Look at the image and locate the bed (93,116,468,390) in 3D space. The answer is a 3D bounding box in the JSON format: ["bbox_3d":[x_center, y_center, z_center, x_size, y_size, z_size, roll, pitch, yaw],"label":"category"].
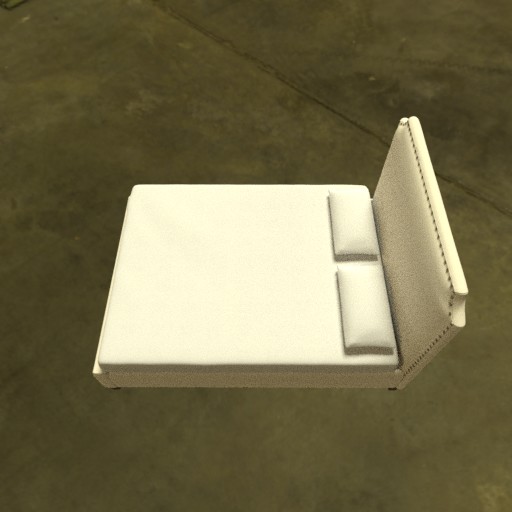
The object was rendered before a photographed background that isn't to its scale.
[{"bbox_3d":[0.000,0.000,3.406,2.372,1.497,1.712,0,57,0],"label":"bed"}]
